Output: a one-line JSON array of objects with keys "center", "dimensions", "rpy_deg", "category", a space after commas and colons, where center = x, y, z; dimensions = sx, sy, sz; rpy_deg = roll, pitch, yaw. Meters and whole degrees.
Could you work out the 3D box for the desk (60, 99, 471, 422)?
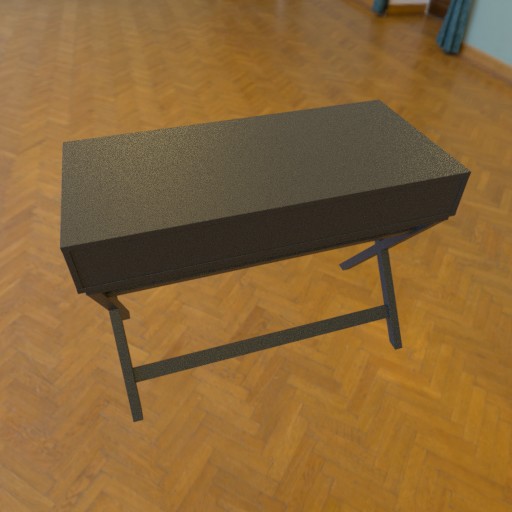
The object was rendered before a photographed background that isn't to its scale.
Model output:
[{"center": [0.000, 0.000, 1.528], "dimensions": [1.057, 0.780, 0.525], "rpy_deg": [-12, 43, -13], "category": "desk"}]
